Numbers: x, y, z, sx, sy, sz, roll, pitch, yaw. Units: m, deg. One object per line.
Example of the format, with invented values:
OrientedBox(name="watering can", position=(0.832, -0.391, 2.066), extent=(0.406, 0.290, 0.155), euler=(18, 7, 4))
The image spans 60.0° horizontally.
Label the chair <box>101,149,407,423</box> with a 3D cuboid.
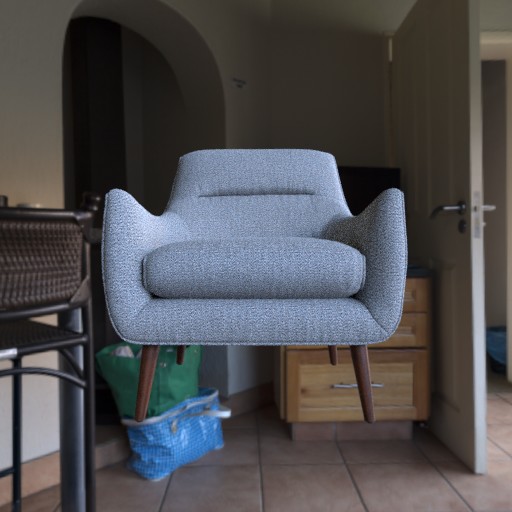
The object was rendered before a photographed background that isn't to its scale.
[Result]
OrientedBox(name="chair", position=(0.000, 0.000, 1.453), extent=(0.762, 0.838, 0.787), euler=(0, 1, 1))
